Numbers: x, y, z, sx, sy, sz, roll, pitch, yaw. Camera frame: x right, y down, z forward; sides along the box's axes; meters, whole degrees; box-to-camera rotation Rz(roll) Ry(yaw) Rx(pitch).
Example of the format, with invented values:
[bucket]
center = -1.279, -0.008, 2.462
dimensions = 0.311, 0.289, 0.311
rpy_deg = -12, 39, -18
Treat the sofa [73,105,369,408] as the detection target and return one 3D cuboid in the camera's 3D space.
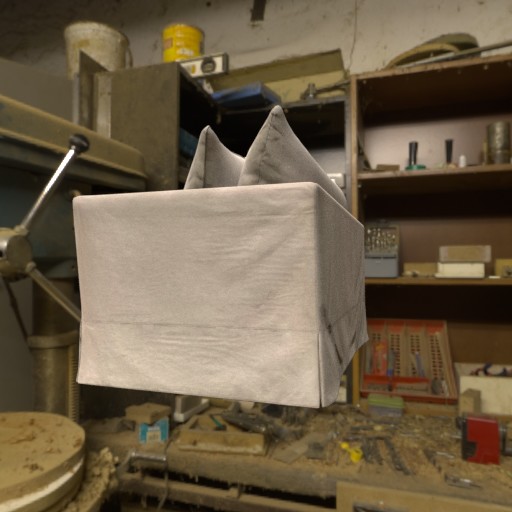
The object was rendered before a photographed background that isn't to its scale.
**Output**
[sofa]
center = 0.000, 0.000, 2.314
dimensions = 1.035, 1.040, 1.608
rpy_deg = 0, -2, 19
